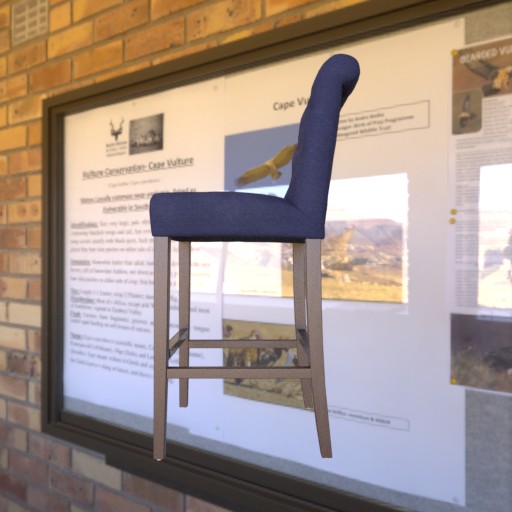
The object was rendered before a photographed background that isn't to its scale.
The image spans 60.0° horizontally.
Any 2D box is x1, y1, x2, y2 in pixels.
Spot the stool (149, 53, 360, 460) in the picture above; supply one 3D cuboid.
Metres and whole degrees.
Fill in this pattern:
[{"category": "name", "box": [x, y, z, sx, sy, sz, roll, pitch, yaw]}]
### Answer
[{"category": "stool", "box": [0.000, 0.000, 1.460, 0.601, 1.140, 0.493, 0, 0, 0]}]
